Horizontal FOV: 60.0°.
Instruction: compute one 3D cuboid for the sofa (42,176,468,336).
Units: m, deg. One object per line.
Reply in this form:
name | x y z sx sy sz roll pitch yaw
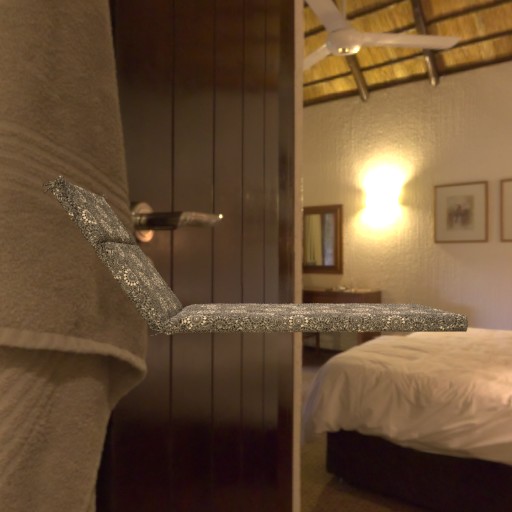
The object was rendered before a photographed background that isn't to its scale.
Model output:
sofa | 0.000 0.000 1.976 1.663 0.622 0.582 0 -1 -1
